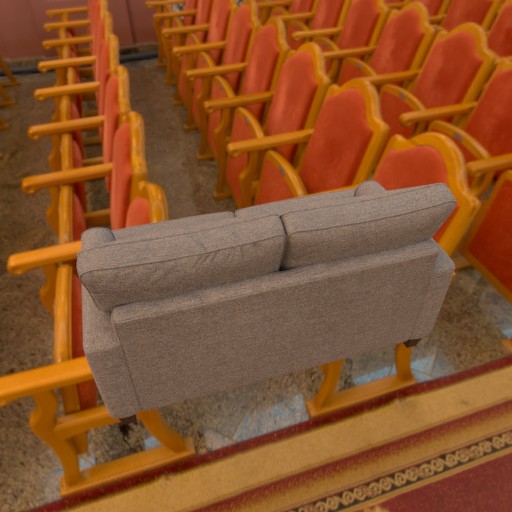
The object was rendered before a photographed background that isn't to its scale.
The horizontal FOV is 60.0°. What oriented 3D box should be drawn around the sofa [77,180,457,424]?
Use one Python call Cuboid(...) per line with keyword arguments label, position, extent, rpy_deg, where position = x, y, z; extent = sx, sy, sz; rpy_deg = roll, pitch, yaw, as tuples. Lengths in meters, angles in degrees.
Cuboid(label="sofa", position=(0.000, 0.000, 2.229), extent=(1.651, 0.965, 0.965), rpy_deg=(-11, 42, -13))
